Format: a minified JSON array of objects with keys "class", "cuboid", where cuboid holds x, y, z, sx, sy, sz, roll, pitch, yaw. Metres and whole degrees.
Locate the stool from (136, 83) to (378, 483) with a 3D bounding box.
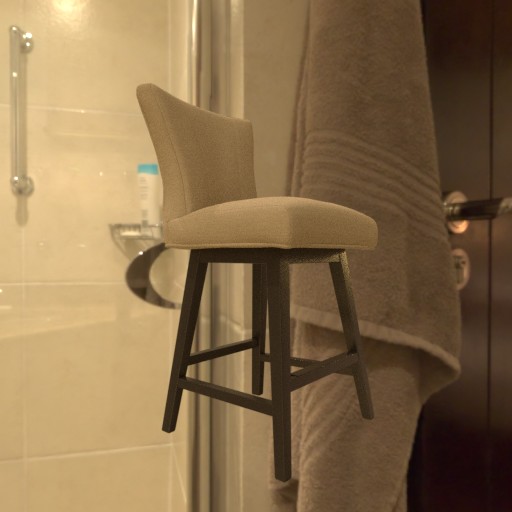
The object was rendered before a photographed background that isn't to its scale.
[{"class":"stool","cuboid":[0.000,0.000,1.333,0.574,1.000,0.514,0,0,38]}]
